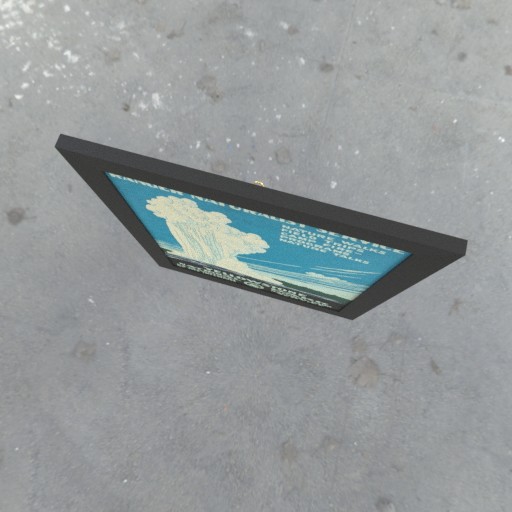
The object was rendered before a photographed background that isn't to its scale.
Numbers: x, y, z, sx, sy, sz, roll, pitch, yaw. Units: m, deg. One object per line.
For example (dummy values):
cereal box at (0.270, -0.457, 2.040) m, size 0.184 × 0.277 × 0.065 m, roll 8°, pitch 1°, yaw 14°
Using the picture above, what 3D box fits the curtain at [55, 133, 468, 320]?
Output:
curtain at (0.000, 0.000, 0.787) m, size 0.483 × 0.585 × 0.027 m, roll 15°, pitch 75°, yaw 4°
